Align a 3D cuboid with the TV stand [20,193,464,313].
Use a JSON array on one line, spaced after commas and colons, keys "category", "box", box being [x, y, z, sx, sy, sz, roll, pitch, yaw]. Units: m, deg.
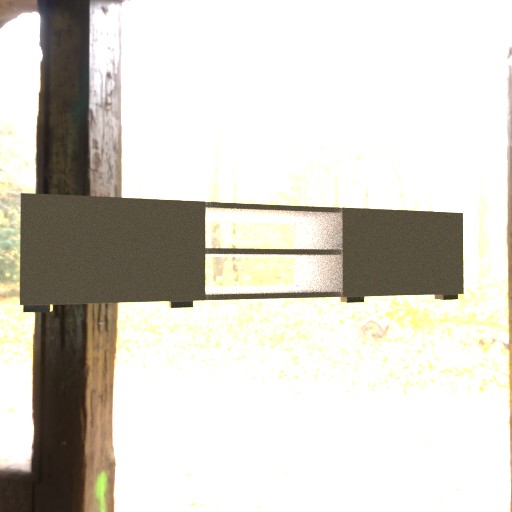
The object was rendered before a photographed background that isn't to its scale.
[{"category": "TV stand", "box": [0.000, 0.000, 1.543, 1.400, 0.310, 0.420, 0, -1, -18]}]
